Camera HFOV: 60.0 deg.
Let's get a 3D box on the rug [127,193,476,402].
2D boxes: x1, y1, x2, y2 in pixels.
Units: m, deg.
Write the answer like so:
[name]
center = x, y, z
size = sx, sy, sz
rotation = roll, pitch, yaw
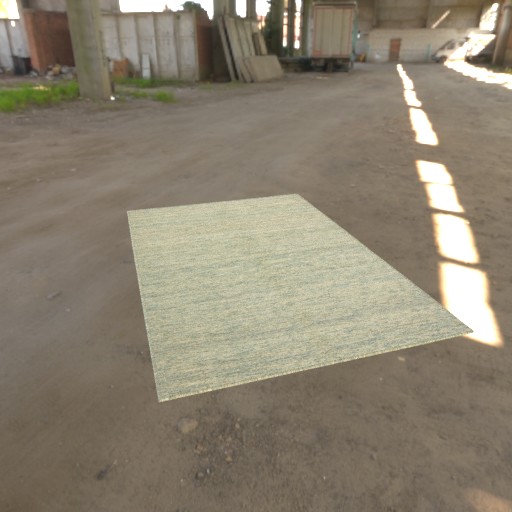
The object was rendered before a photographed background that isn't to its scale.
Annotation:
[rug]
center = 0.000, 0.000, 2.387
size = 1.250, 0.015, 1.850
rotation = -8, 27, -16
